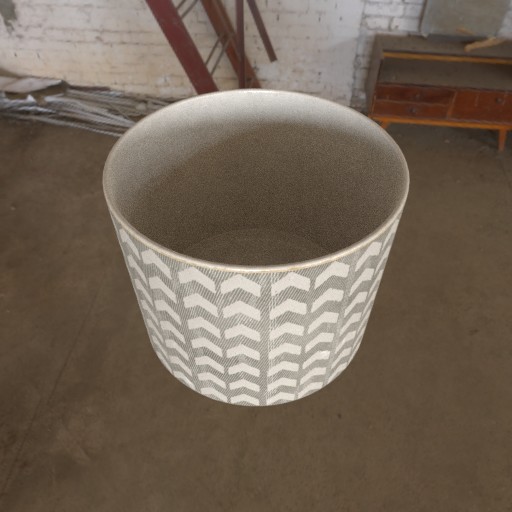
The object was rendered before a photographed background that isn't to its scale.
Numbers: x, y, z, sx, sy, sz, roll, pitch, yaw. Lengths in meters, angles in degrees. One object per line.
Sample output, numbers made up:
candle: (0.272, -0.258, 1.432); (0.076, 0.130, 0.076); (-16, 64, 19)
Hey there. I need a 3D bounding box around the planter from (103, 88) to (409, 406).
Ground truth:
planter: (0.000, 0.000, 0.347); (0.190, 0.181, 0.190); (0, 47, 0)
